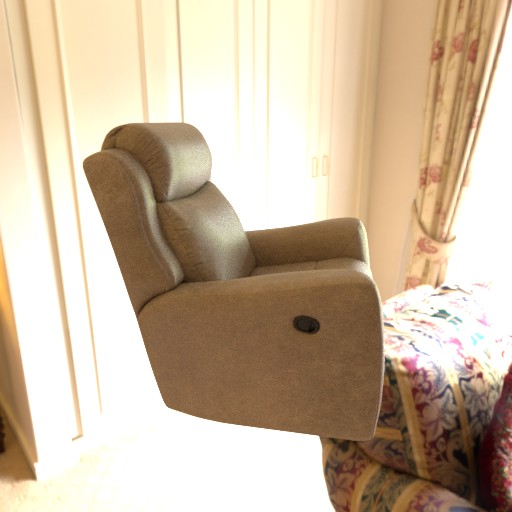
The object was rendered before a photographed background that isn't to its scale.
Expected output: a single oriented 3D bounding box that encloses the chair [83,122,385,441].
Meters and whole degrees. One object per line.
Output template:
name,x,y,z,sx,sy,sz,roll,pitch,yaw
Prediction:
chair,0.000,0.000,1.936,1.068,1.116,0.965,3,17,10
